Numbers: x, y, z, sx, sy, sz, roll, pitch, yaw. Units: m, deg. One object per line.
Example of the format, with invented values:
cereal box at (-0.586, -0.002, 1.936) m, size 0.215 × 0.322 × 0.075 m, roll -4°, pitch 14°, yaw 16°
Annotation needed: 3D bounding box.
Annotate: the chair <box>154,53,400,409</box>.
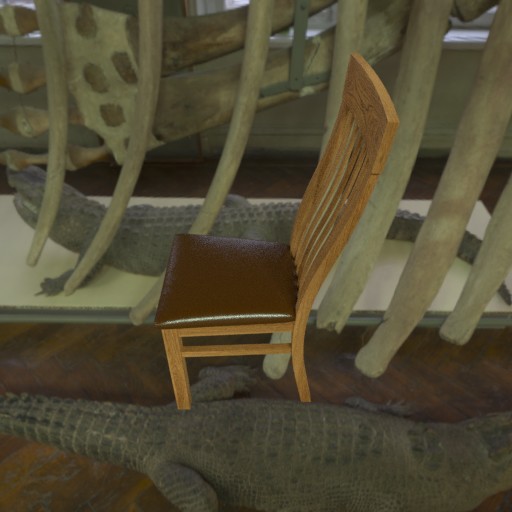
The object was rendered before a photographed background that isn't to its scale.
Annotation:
chair at (0.000, 0.000, 1.359) m, size 0.580 × 1.050 × 0.450 m, roll 0°, pitch 40°, yaw 0°
